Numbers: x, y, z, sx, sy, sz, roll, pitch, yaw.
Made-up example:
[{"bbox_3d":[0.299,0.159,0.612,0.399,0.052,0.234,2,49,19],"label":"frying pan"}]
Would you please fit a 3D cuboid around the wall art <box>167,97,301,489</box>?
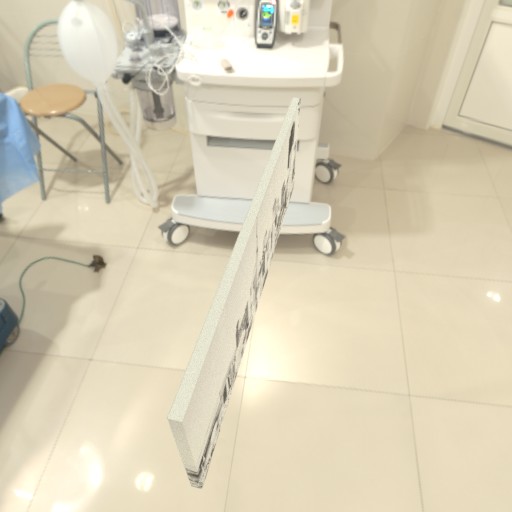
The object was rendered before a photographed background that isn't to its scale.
[{"bbox_3d":[0.000,0.000,1.680,0.039,0.507,1.520,10,48,9],"label":"wall art"}]
